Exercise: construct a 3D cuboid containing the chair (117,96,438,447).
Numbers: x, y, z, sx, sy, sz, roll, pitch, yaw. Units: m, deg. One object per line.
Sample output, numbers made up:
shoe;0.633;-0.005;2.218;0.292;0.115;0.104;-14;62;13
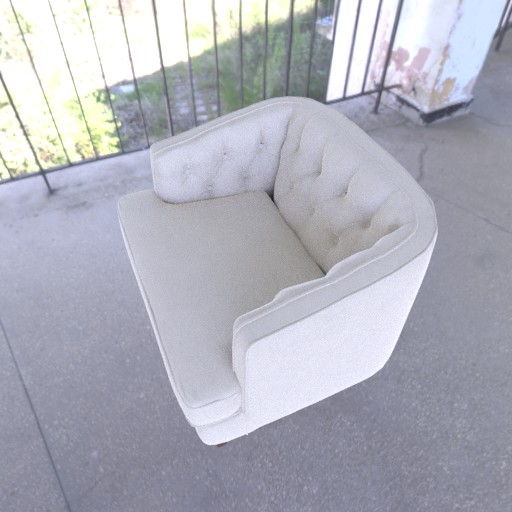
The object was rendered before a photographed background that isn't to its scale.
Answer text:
chair;0.000;0.000;1.787;0.941;0.852;1.104;-17;49;-16
